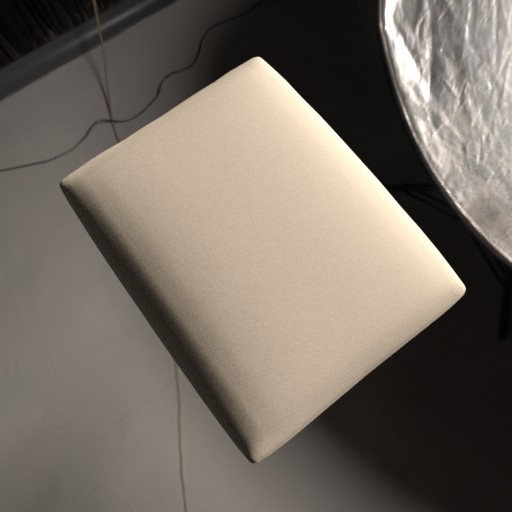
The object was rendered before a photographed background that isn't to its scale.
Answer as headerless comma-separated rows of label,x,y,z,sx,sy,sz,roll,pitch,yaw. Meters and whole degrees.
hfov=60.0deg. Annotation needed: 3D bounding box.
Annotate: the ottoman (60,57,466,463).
ottoman,0.000,0.000,1.126,0.584,0.513,0.741,-36,78,-9
